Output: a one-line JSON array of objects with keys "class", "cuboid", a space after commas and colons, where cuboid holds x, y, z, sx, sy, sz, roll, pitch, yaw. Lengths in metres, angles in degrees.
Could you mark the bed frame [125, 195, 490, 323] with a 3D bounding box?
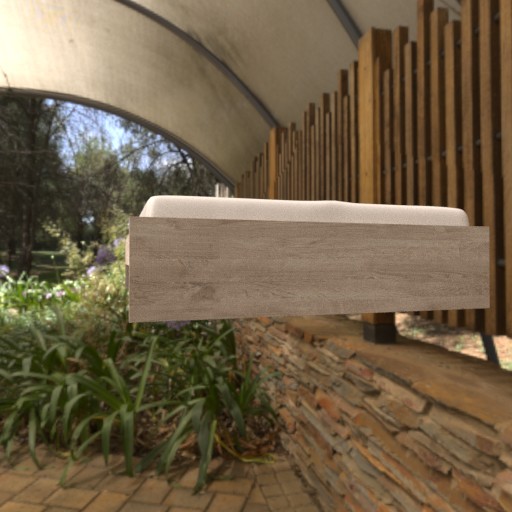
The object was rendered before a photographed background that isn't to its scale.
[{"class": "bed frame", "cuboid": [0.000, 0.000, 2.612, 1.490, 0.462, 1.950, 0, -1, -18]}]
